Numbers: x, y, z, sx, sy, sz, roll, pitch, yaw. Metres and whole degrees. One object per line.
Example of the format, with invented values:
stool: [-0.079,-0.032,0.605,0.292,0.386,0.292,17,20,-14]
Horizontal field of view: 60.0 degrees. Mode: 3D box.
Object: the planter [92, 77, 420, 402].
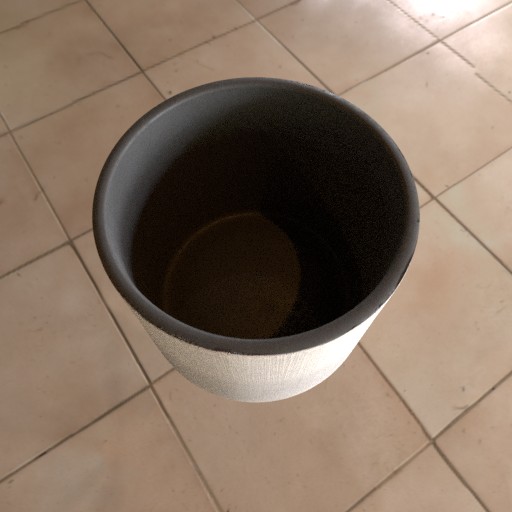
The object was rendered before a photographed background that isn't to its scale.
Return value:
planter: [0.000,0.000,0.437,0.254,0.221,0.254,0,64,0]
